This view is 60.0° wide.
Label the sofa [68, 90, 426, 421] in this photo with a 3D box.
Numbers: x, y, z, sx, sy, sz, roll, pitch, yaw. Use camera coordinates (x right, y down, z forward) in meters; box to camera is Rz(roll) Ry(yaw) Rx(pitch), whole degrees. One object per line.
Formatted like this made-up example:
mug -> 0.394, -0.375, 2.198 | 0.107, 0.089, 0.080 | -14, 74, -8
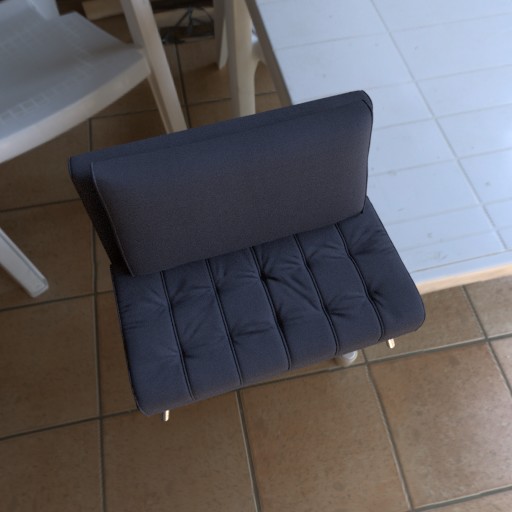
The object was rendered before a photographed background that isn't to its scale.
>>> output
sofa -> 0.000, 0.000, 1.843 | 1.220, 0.910, 0.910 | -16, 63, -8
